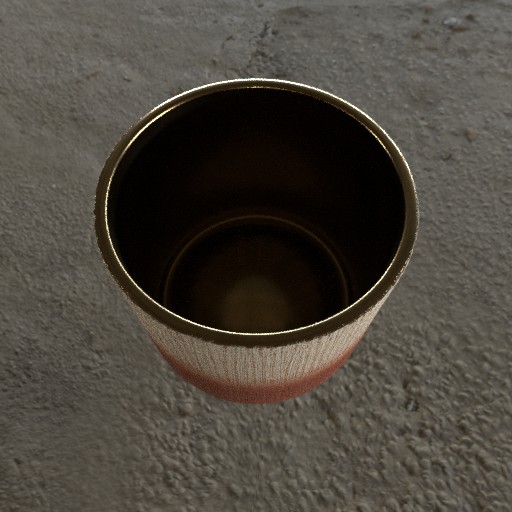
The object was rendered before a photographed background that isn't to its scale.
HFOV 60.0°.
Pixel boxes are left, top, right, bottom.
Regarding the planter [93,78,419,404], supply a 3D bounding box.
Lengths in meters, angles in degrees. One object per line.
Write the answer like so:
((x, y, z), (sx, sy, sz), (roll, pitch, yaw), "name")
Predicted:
((0.000, 0.000, 0.438), (0.254, 0.221, 0.254), (0, 62, 0), "planter")
